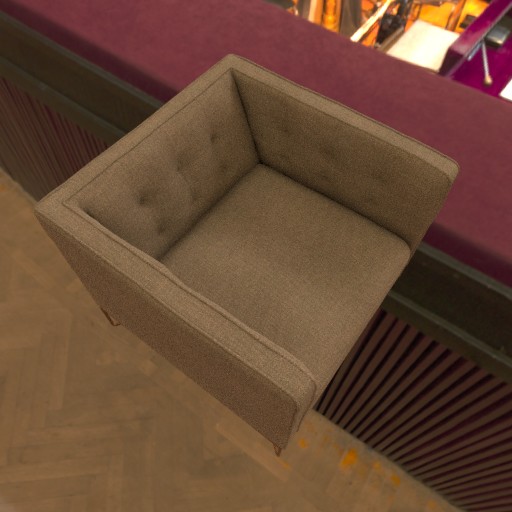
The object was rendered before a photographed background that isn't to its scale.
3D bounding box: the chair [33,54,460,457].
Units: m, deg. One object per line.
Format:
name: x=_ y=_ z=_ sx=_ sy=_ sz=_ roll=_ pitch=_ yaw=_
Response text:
chair: x=0.000 y=0.000 z=1.601 sx=0.912 sy=0.799 sz=0.920 roll=32 pitch=63 yaw=18
